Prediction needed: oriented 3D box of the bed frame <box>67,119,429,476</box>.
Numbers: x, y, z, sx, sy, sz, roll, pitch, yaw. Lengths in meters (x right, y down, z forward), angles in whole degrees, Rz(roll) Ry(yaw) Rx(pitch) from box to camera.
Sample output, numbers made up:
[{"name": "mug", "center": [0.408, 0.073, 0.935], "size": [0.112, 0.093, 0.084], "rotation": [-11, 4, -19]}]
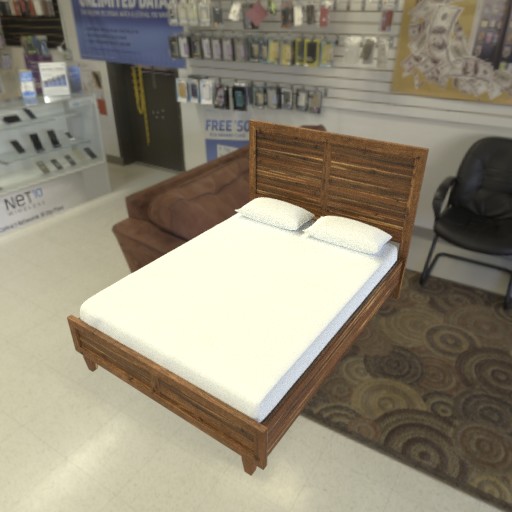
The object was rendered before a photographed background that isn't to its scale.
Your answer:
[{"name": "bed frame", "center": [0.000, 0.000, 3.416], "size": [1.696, 1.417, 2.276], "rotation": [19, 35, 30]}]
